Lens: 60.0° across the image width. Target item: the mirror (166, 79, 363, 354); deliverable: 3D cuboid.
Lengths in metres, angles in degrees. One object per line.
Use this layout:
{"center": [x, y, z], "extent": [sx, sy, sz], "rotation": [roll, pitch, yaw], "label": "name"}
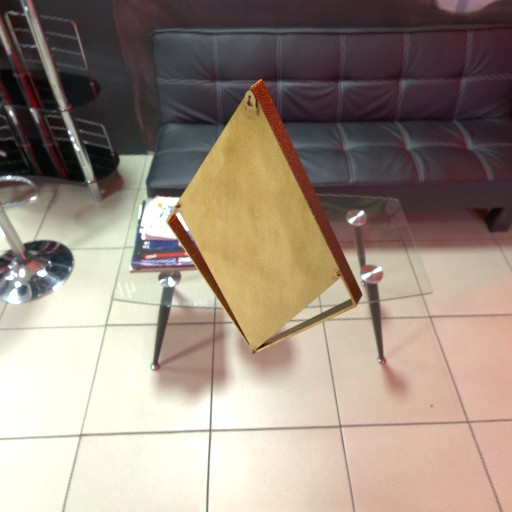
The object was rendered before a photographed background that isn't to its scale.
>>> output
{"center": [0.000, 0.000, 0.844], "extent": [0.419, 0.679, 0.032], "rotation": [24, 51, 21], "label": "mirror"}
